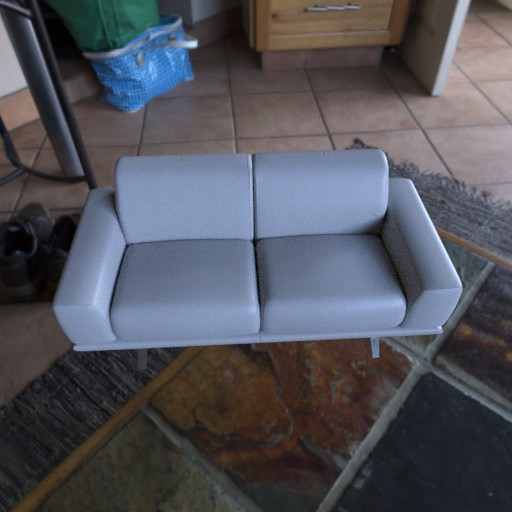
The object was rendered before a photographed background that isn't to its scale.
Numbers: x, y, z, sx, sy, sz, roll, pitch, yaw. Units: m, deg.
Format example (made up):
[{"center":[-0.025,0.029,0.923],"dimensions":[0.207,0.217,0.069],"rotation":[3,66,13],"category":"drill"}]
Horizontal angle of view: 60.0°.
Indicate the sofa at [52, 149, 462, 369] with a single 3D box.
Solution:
[{"center":[0.000,0.000,2.409],"dimensions":[1.901,0.772,0.900],"rotation":[-2,46,-2],"category":"sofa"}]
